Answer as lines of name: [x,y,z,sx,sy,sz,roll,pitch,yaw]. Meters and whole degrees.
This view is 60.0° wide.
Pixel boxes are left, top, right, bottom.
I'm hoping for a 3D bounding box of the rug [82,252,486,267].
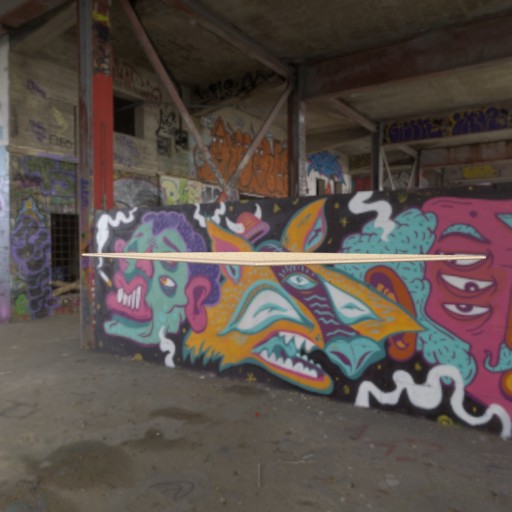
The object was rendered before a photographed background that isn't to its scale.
rug: [0.000,0.000,2.728,1.525,0.020,2.081,-1,2,-36]
